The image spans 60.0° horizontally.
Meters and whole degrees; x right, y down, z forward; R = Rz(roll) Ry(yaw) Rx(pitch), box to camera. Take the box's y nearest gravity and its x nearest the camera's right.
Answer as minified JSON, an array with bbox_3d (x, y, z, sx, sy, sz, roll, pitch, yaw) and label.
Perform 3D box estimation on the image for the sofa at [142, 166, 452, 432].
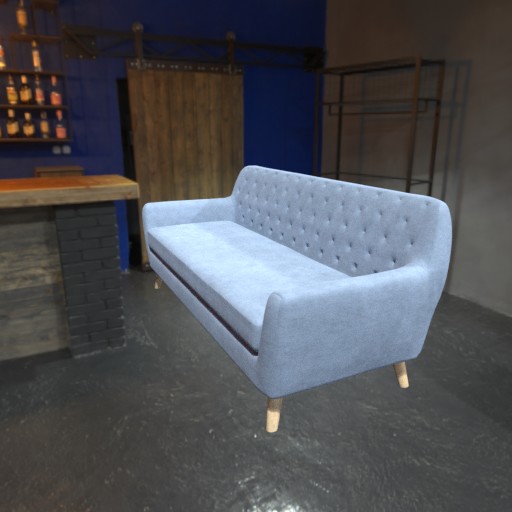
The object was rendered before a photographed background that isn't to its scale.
[{"bbox_3d":[0.000,0.000,2.454,0.830,0.830,1.970,-8,18,-25],"label":"sofa"}]
